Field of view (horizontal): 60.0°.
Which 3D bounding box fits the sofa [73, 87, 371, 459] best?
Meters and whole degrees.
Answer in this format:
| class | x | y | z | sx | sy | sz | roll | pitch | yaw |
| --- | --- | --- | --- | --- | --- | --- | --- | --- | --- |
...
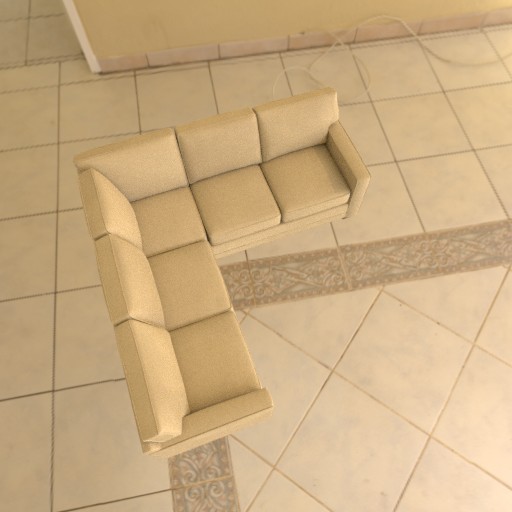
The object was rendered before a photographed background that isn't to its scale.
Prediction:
| class | x | y | z | sx | sy | sz | roll | pitch | yaw |
| --- | --- | --- | --- | --- | --- | --- | --- | --- | --- |
| sofa | 0.000 | 0.000 | 3.378 | 2.189 | 0.939 | 2.182 | -18 | 65 | -9 |
